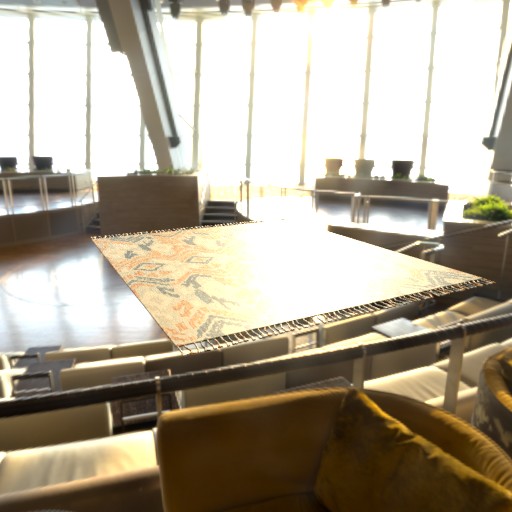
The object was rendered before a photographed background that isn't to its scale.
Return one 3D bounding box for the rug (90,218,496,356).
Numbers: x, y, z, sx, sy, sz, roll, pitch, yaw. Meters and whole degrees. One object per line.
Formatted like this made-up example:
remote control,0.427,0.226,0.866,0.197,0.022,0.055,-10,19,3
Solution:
rug,0.000,0.000,4.038,2.439,0.010,3.048,-8,17,-27
